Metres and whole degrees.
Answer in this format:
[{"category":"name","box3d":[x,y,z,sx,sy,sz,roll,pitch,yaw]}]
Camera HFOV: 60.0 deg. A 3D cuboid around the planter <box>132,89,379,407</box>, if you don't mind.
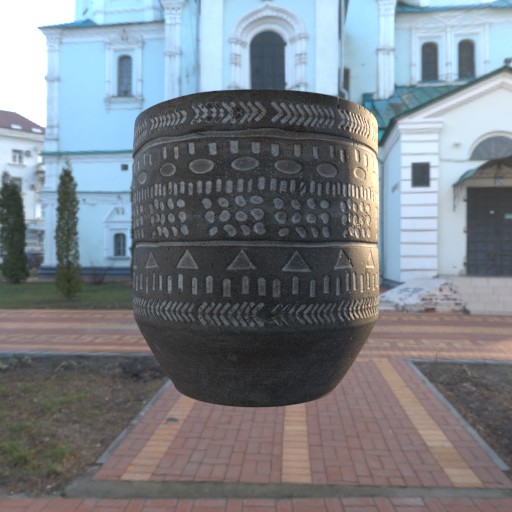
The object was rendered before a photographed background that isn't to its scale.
[{"category":"planter","box3d":[0.000,0.000,0.227,0.122,0.128,0.122,0,0,0]}]
